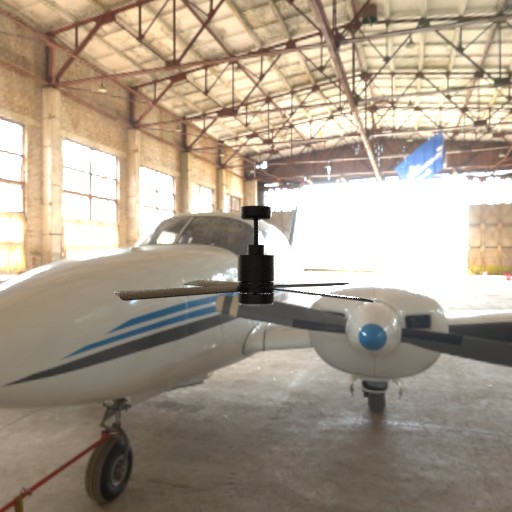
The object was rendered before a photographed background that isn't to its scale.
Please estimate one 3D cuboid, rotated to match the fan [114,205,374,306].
[{"bbox_3d":[0.000,0.000,2.432,1.525,0.534,1.525,0,0,-35],"label":"fan"}]
